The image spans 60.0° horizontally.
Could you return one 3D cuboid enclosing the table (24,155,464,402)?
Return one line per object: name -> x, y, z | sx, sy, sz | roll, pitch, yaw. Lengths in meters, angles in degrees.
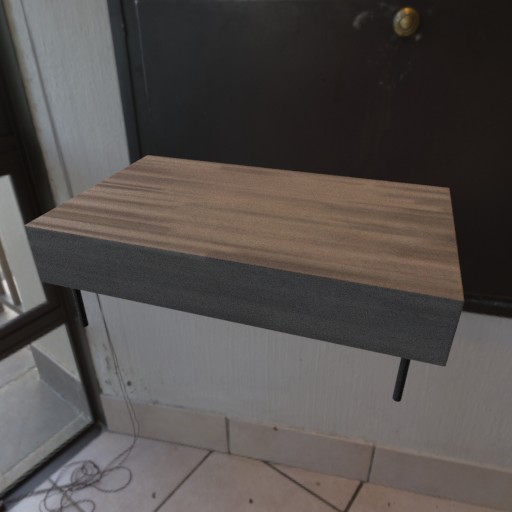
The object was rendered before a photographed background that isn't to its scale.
table -> 0.000, 0.000, 1.381 | 1.088, 0.347, 0.643 | 9, 32, 16
